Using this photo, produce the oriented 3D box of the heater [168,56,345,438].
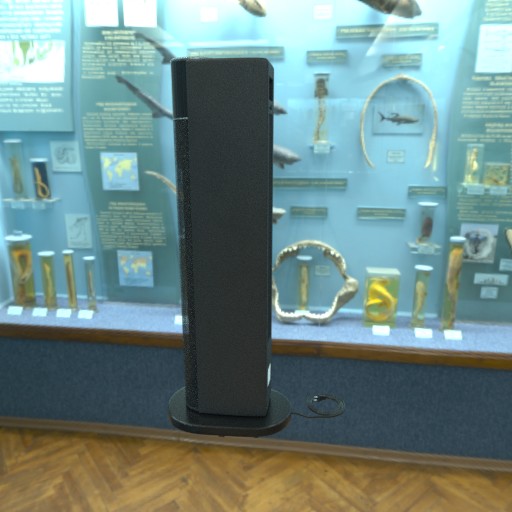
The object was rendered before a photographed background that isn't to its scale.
[{"bbox_3d":[0.000,0.000,1.044,0.458,0.856,0.214,2,15,9],"label":"heater"}]
